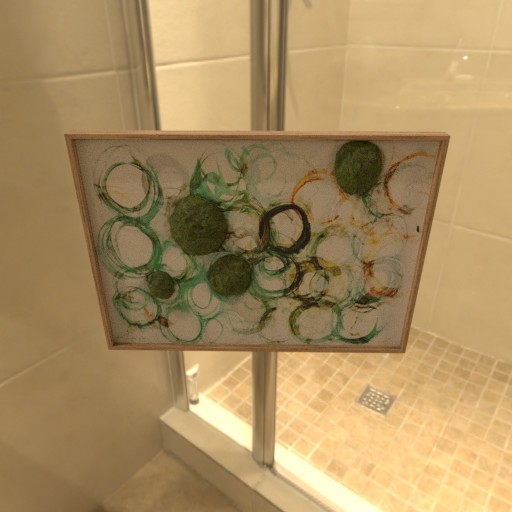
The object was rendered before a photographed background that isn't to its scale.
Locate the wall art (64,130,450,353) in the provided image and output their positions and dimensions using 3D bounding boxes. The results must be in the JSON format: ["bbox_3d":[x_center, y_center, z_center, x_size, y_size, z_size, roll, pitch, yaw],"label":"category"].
[{"bbox_3d":[0.000,0.000,1.118,0.841,0.609,0.063,0,29,1],"label":"wall art"}]
